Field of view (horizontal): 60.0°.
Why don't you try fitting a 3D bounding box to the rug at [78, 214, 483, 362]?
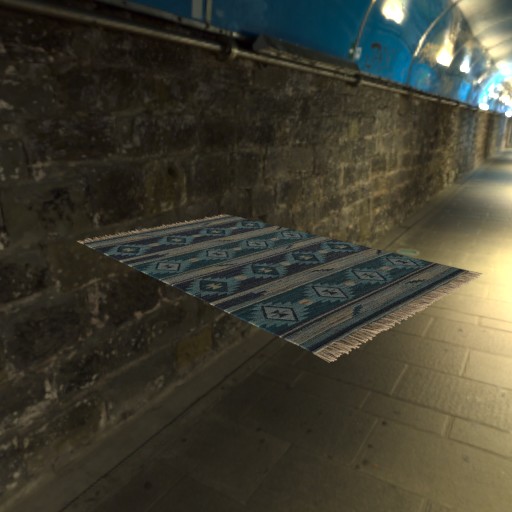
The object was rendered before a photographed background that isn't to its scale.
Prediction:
[{"bbox_3d":[0.000,0.000,2.412,1.181,0.028,1.936,-15,23,-41],"label":"rug"}]
